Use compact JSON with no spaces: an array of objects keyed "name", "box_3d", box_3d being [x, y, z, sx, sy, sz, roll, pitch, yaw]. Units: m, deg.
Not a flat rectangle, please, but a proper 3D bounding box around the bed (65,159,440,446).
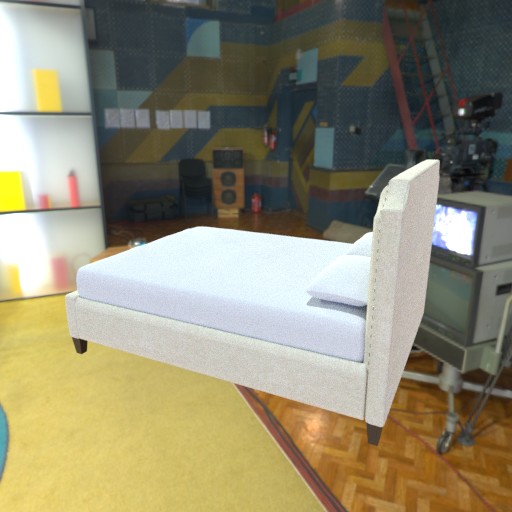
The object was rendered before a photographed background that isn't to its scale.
[{"name":"bed","box_3d":[0.000,0.000,3.444,2.381,1.457,1.713,8,18,26]}]
